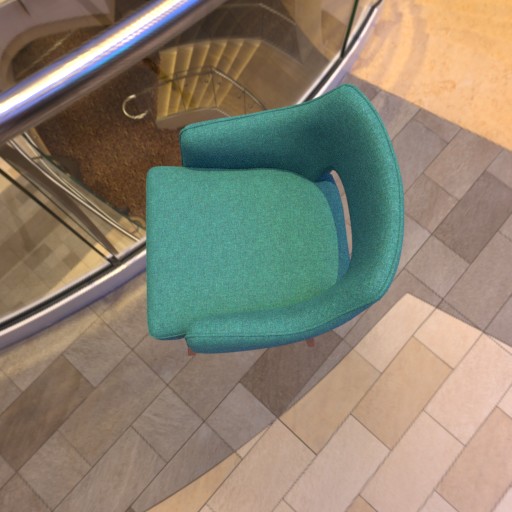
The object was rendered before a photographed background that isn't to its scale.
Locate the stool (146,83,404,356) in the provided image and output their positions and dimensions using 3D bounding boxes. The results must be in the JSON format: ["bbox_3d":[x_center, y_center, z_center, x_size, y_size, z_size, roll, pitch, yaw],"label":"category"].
[{"bbox_3d":[0.000,0.000,1.265,0.556,0.961,0.548,-4,75,-1],"label":"stool"}]
